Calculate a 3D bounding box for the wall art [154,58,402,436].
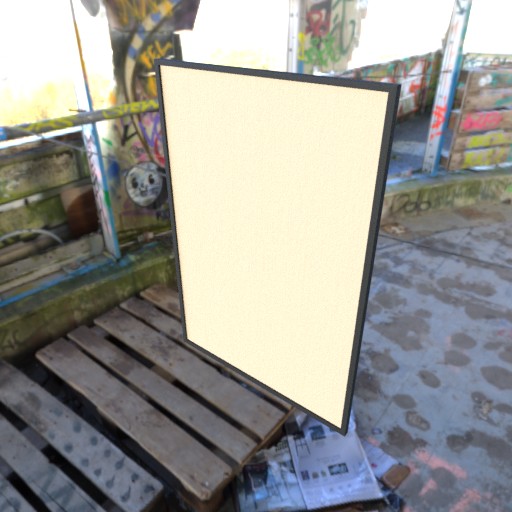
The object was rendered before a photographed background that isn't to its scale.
[{"bbox_3d":[0.000,0.000,0.844,0.460,0.660,0.013,22,36,32],"label":"wall art"}]
